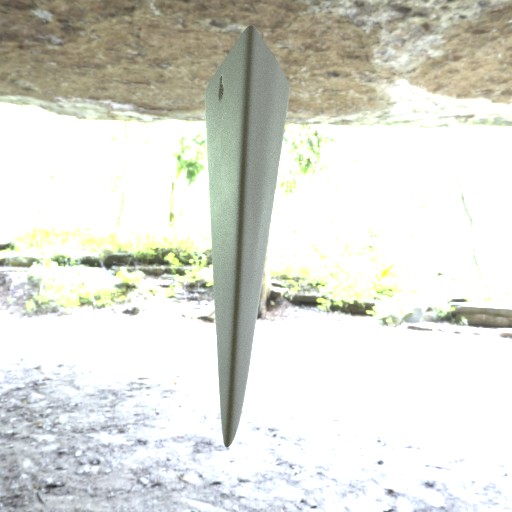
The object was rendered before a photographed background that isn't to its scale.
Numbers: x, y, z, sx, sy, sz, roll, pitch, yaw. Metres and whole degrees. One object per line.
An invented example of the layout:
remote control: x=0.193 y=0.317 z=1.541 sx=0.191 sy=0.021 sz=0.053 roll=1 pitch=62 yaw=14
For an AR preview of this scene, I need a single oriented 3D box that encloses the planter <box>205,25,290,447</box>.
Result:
planter: x=0.000 y=0.000 z=0.399 sx=0.065 sy=0.338 sz=0.143 roll=0 pitch=1 yaw=-20
